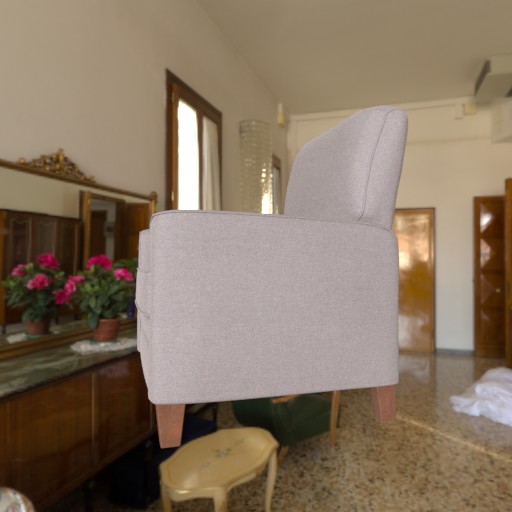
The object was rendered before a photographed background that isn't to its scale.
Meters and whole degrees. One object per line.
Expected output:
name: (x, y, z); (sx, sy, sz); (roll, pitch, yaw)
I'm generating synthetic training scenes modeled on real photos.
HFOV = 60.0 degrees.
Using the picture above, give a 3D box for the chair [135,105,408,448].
chair: (0.000, 0.000, 1.643); (0.859, 1.023, 0.845); (0, -1, -17)
